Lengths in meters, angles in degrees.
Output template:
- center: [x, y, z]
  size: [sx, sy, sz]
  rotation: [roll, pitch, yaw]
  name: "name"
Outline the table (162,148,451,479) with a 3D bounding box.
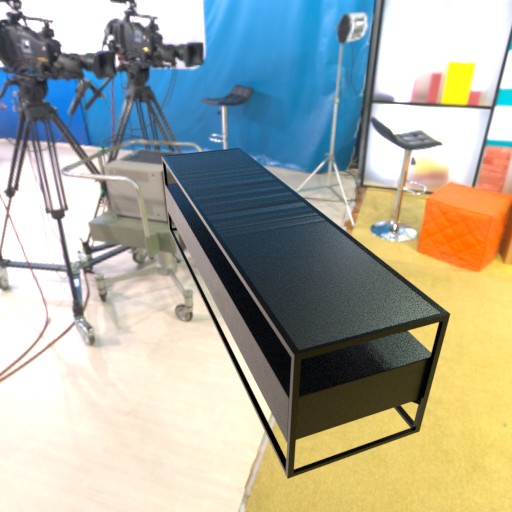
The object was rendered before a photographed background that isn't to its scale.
- center: [0.000, 0.000, 1.656]
  size: [0.399, 0.395, 1.486]
  rotation: [-10, 31, -18]
  name: "table"
